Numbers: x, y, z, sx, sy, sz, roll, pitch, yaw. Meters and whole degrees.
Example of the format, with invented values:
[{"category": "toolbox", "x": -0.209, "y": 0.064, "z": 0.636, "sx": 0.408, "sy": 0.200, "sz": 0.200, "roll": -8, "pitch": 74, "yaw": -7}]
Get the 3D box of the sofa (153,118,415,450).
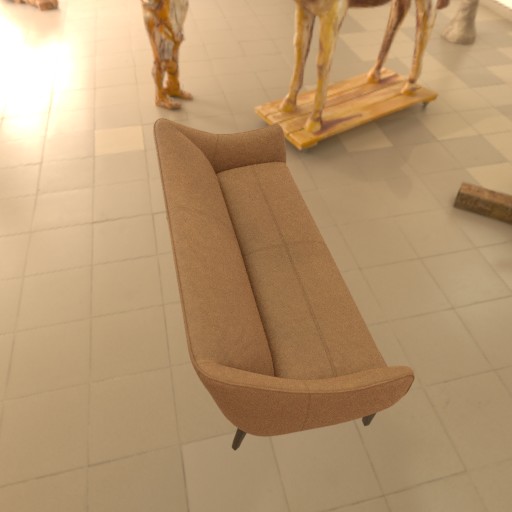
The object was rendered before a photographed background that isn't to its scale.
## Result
[{"category": "sofa", "x": 0.000, "y": 0.000, "z": 2.428, "sx": 0.869, "sy": 0.830, "sz": 1.928, "roll": -10, "pitch": 48, "yaw": -9}]
